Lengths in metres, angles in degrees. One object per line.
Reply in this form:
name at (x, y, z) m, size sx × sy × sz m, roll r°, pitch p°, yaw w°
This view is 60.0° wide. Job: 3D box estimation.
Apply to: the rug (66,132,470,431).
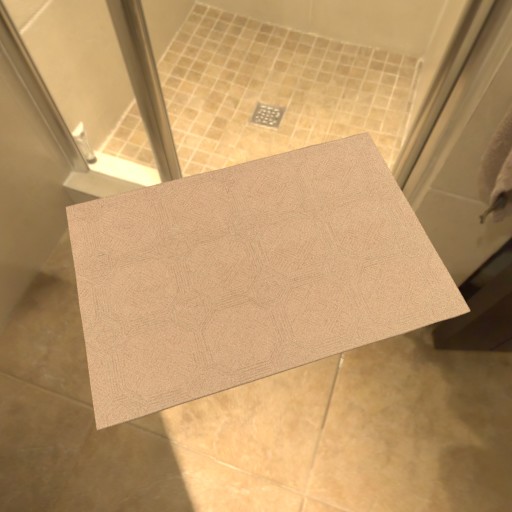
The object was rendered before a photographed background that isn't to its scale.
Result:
rug at (0.000, 0.000, 2.330) m, size 1.839 × 0.009 × 1.236 m, roll -16°, pitch 63°, yaw -8°
